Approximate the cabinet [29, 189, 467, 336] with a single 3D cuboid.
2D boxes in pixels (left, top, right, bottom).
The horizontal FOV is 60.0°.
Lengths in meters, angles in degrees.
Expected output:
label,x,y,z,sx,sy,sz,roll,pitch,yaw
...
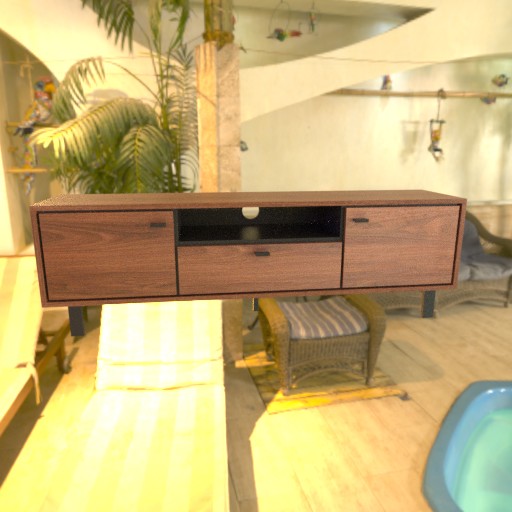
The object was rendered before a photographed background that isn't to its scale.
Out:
label,x,y,z,sx,sy,sz,roll,pitch,yaw
cabinet,0.000,0.000,1.881,1.650,0.500,0.400,-2,14,-7
